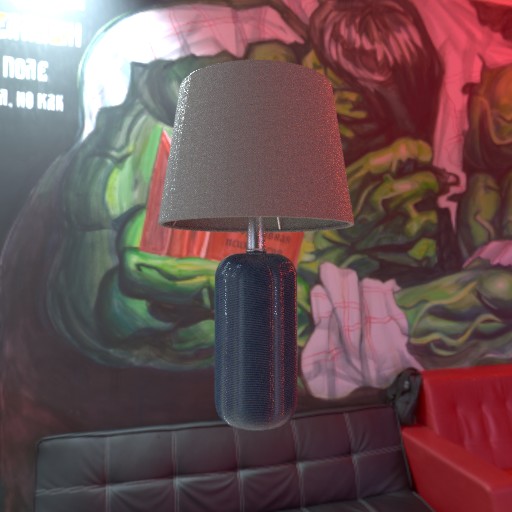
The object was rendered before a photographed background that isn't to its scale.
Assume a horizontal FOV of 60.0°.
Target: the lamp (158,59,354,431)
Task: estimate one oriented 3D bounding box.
[{"bbox_3d":[0.000,0.000,0.583,0.253,0.428,0.253,0,-1,0],"label":"lamp"}]
